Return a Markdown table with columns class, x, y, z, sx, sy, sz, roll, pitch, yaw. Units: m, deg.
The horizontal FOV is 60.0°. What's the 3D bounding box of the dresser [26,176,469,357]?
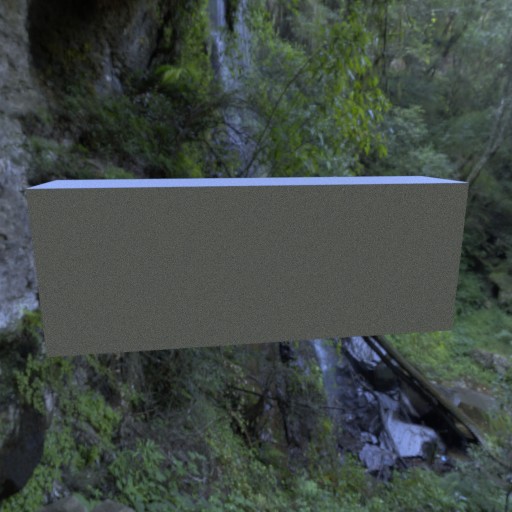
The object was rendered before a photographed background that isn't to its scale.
| class | x | y | z | sx | sy | sz | roll | pitch | yaw |
| --- | --- | --- | --- | --- | --- | --- | --- | --- | --- |
| dresser | 0.000 | 0.000 | 2.522 | 2.200 | 0.840 | 0.500 | -2 | 14 | -8 |
